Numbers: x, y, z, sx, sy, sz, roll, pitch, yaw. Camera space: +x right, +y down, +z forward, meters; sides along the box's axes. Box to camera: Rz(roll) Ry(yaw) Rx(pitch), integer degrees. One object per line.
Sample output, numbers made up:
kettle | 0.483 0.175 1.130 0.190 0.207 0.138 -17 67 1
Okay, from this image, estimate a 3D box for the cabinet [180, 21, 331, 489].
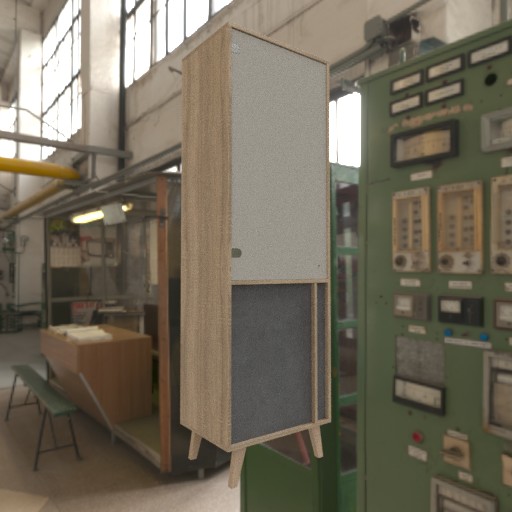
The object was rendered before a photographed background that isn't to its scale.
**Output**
cabinet | 0.000 0.000 2.066 0.570 1.850 0.400 1 -2 -37
